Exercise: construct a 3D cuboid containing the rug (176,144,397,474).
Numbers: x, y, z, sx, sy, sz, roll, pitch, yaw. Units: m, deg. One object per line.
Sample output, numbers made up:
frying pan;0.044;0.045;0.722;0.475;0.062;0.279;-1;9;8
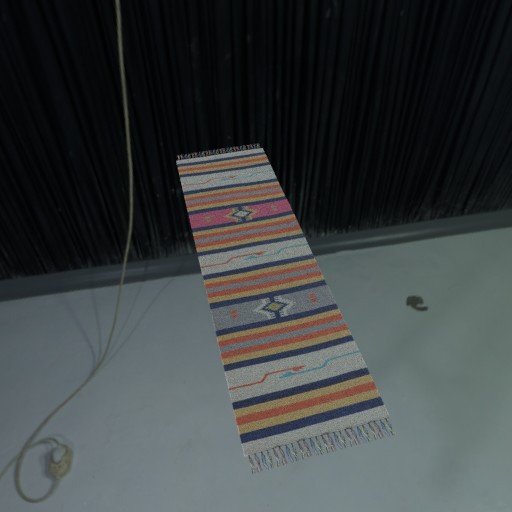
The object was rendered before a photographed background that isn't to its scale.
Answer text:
rug;0.000;0.000;2.750;0.695;0.017;2.455;-11;47;-10
